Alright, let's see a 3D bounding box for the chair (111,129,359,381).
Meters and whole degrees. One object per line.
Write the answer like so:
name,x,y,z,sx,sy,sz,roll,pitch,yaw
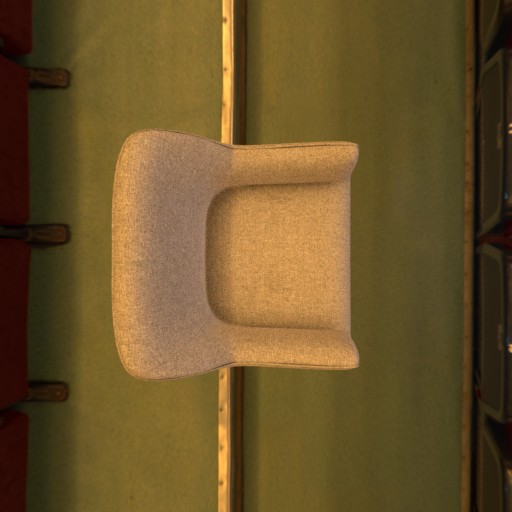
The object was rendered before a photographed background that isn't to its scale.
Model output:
chair,0.000,0.000,1.204,0.519,0.803,0.543,0,90,2
